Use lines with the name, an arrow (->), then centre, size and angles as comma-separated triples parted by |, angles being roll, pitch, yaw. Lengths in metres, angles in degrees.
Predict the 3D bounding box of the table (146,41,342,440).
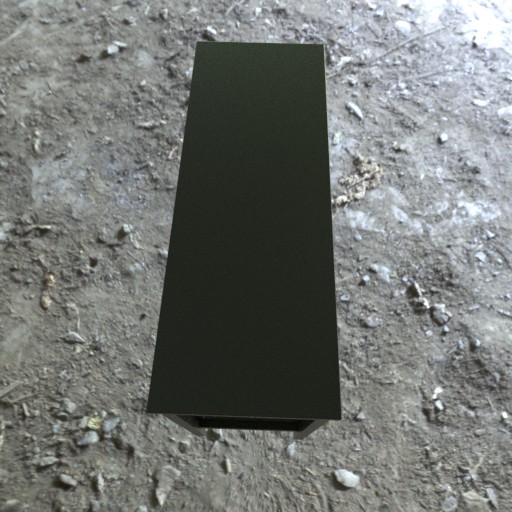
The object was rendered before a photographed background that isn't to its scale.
table -> 0.000, 0.000, 1.442 | 0.397, 0.753, 1.068 | 2, 64, 1
